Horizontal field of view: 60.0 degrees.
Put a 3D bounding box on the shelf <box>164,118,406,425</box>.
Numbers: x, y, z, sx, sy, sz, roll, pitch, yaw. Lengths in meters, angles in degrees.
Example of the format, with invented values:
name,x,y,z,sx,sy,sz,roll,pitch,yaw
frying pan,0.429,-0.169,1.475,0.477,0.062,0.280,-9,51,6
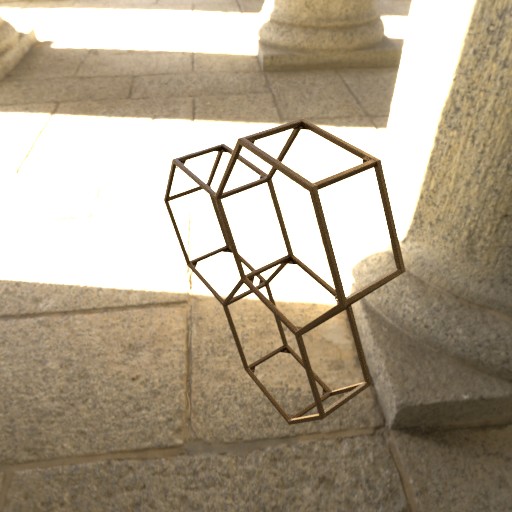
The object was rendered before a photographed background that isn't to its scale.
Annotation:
name,x,y,z,sx,sy,sz,roll,pitch,yaw
shelf,0.000,0.000,1.086,0.150,0.701,0.708,-25,46,-26
